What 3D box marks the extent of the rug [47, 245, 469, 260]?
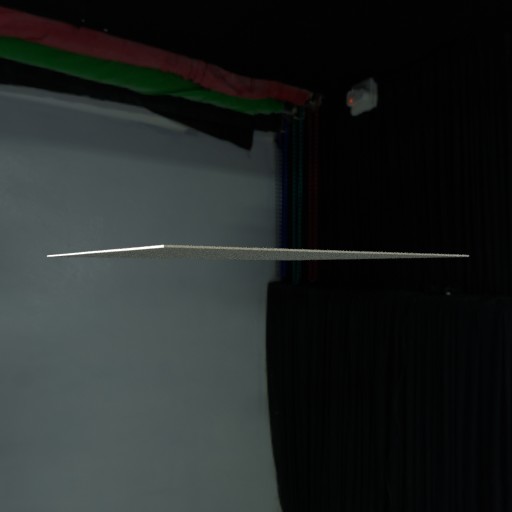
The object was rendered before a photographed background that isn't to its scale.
[{"bbox_3d":[0.000,0.000,4.099,3.046,0.015,2.446,1,-2,-38],"label":"rug"}]
